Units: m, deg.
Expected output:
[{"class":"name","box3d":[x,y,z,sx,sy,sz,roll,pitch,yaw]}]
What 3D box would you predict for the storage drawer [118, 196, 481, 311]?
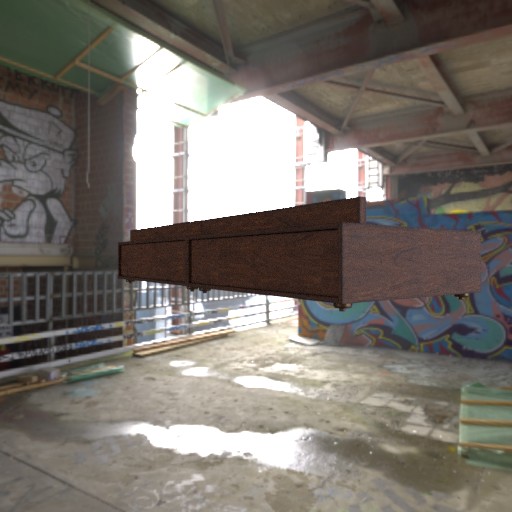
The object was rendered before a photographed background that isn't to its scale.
[{"class":"storage drawer","box3d":[0.000,0.000,2.245,0.774,0.339,1.914,0,0,-36]}]
